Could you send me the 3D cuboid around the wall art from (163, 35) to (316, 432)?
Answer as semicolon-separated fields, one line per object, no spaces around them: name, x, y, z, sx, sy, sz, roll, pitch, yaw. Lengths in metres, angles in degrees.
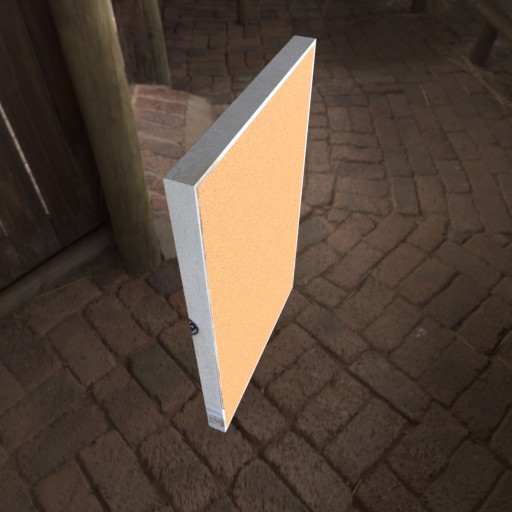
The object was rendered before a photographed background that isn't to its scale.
wall art;0.000;0.000;0.788;0.036;0.607;0.403;17;49;15
